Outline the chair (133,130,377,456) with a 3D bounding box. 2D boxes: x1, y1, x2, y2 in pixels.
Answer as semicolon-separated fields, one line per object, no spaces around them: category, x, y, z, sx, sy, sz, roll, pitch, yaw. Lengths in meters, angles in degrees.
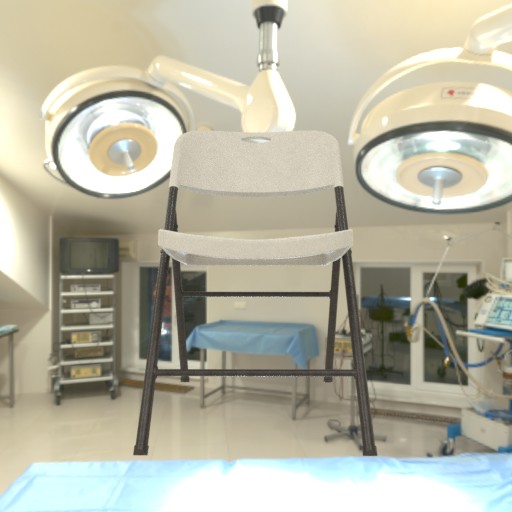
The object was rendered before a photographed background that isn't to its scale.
chair;0.000;0.000;1.171;0.494;0.810;0.566;0;-1;0
